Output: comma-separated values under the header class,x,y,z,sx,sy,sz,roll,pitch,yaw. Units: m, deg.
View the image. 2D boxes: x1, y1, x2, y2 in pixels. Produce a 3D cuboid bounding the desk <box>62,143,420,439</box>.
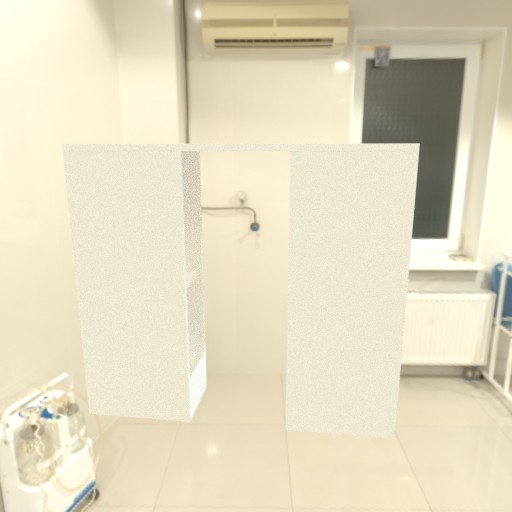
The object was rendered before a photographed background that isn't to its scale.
class,x,y,z,sx,sy,sz,roll,pitch,yaw
desk,0.000,0.000,1.681,0.926,0.818,0.940,2,14,7
